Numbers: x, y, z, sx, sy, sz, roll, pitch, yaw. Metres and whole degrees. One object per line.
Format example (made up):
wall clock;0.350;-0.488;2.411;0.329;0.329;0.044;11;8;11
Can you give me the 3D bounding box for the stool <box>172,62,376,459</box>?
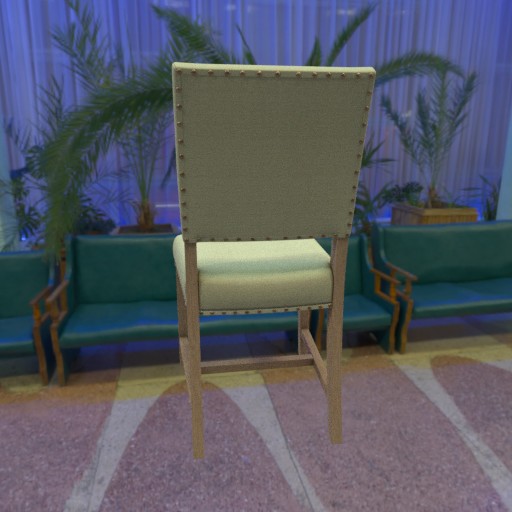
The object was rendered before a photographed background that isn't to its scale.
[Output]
stool;0.000;0.000;1.328;0.508;0.986;0.623;-2;15;-9
